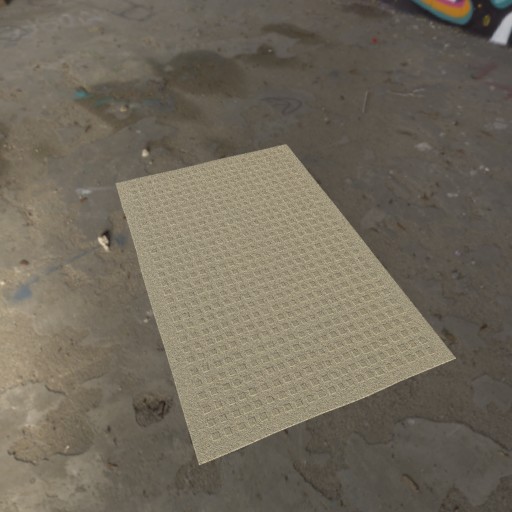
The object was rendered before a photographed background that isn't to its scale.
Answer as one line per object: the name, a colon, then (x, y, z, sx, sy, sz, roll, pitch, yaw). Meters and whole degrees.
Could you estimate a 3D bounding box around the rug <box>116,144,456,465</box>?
rug: (0.000, 0.000, 2.292, 1.143, 0.006, 1.747, -16, 50, -15)
